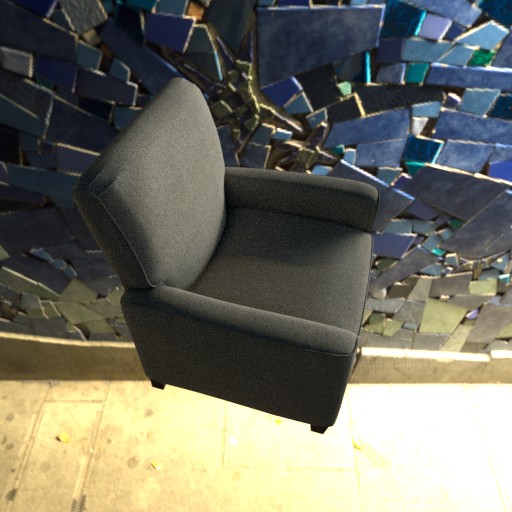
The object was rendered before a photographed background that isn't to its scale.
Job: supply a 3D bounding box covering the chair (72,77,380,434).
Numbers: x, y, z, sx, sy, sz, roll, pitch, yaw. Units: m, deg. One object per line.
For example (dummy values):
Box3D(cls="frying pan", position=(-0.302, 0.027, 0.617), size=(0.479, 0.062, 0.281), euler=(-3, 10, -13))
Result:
Box3D(cls="chair", position=(0.000, 0.000, 1.647), size=(0.858, 1.028, 0.841), euler=(12, 48, 11))
